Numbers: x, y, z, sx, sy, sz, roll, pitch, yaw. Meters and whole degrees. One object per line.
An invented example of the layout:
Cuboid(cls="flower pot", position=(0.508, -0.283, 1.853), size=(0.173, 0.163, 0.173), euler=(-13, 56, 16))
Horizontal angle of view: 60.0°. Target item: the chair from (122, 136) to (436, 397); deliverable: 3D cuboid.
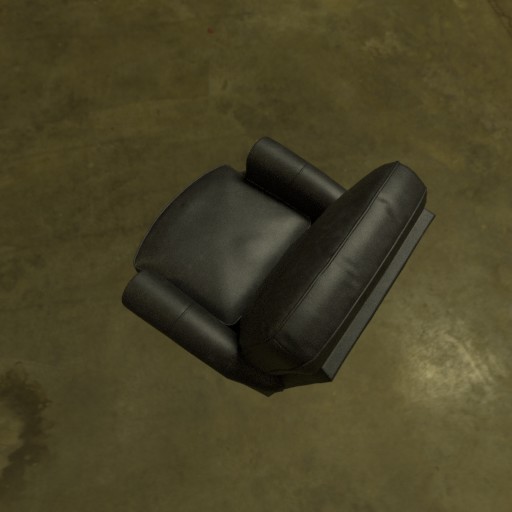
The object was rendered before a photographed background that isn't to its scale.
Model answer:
Cuboid(cls="chair", position=(0.000, 0.000, 1.770), size=(0.986, 1.018, 0.936), euler=(33, 68, 15))
